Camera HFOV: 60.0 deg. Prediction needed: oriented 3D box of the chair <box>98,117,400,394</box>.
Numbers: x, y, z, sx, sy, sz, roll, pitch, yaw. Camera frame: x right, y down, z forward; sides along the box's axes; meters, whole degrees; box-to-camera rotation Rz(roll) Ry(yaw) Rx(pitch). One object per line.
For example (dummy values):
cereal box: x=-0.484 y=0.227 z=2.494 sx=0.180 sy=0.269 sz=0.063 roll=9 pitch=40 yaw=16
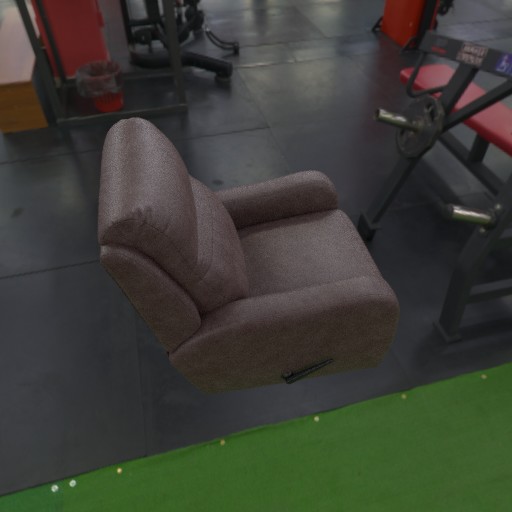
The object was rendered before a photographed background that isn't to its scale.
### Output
chair: x=0.000 y=0.000 z=1.868 sx=1.067 sy=1.067 sz=0.865 roll=-9 pitch=46 yaw=-8
